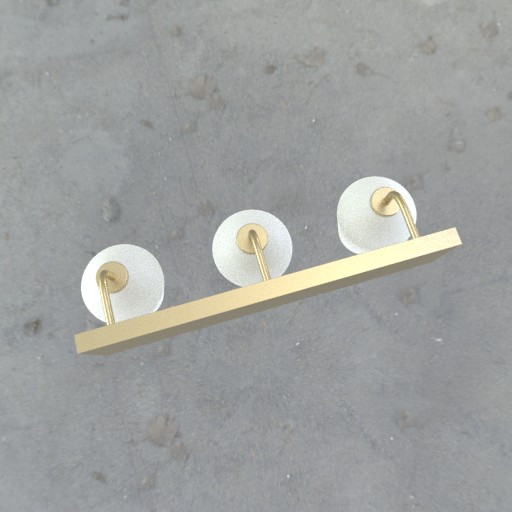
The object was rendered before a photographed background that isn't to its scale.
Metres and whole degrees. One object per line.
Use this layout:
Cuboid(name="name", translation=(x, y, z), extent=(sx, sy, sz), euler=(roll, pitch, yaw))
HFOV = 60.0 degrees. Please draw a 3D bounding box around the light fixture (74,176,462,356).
Cuboid(name="light fixture", translation=(0.000, 0.000, 0.747), extent=(0.609, 0.280, 0.190), euler=(-16, 77, -4))
